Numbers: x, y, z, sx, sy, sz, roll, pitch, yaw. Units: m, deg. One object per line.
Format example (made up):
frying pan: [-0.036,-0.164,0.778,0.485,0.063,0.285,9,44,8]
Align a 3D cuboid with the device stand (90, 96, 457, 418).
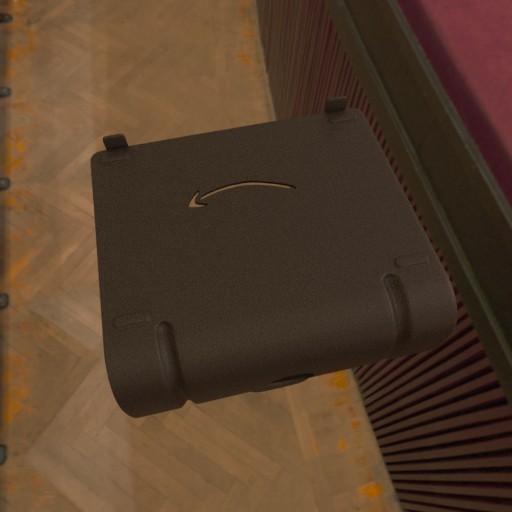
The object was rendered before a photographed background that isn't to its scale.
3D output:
device stand: [0.000,0.000,0.401,0.256,0.155,0.236,-11,64,-6]
